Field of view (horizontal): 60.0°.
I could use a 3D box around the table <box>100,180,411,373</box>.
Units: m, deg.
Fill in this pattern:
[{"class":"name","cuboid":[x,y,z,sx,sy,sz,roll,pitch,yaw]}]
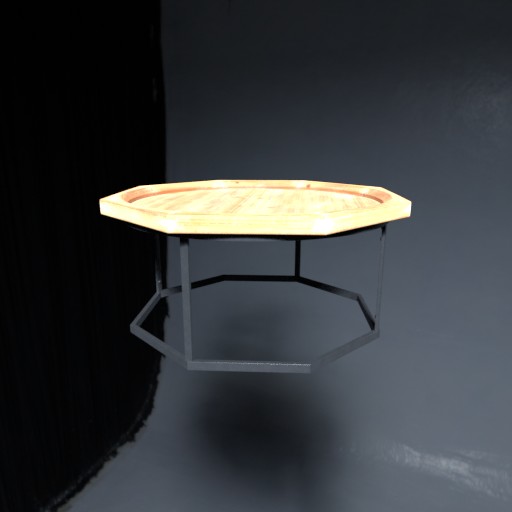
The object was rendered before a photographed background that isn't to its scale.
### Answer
[{"class":"table","cuboid":[0.000,0.000,1.556,1.002,0.444,1.002,0,15,0]}]
